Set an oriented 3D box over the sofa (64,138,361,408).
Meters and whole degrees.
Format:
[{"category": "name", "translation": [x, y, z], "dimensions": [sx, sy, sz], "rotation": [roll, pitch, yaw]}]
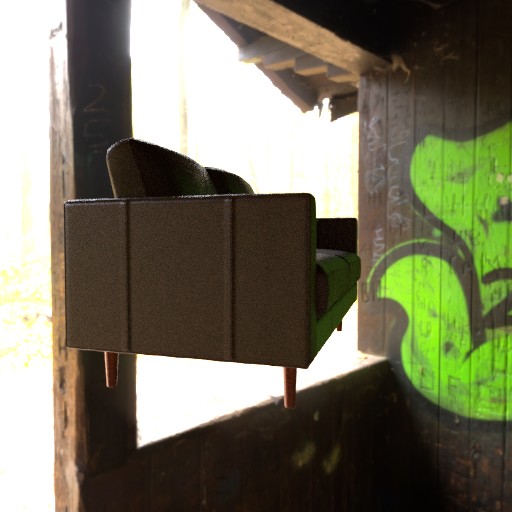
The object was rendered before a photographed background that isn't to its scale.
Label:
[{"category": "sofa", "translation": [0.000, 0.000, 2.160], "dimensions": [0.909, 0.951, 1.578], "rotation": [1, 2, 18]}]
